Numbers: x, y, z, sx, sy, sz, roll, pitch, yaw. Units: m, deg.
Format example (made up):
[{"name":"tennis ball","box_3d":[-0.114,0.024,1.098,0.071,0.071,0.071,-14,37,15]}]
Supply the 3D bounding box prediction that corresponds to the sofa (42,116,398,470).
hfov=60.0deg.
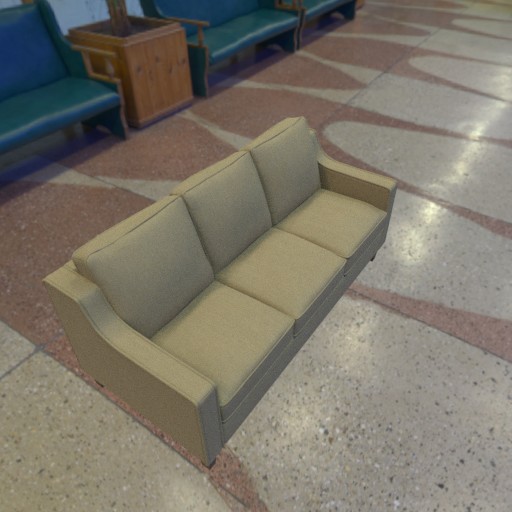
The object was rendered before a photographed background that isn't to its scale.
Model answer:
[{"name":"sofa","box_3d":[0.000,0.000,2.573,0.911,0.974,1.986,25,46,26]}]
